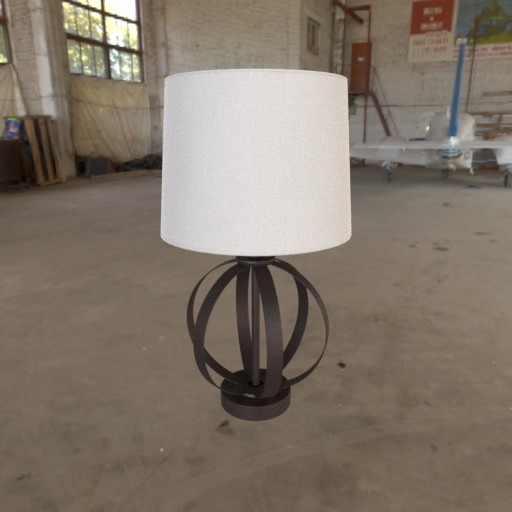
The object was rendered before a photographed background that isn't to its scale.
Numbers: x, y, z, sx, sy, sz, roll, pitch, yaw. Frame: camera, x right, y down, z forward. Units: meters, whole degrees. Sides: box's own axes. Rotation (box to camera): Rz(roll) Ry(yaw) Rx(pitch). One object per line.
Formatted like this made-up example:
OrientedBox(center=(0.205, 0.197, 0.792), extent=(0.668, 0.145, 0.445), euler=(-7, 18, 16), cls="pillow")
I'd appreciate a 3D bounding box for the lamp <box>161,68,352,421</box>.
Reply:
OrientedBox(center=(0.000, 0.000, 0.691), extent=(0.286, 0.510, 0.286), euler=(0, 16, 0), cls="lamp")
